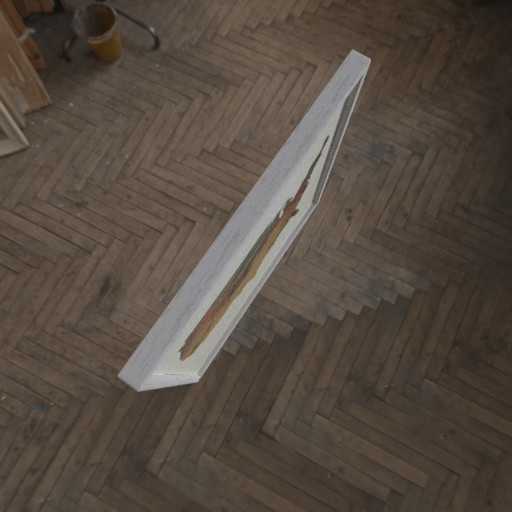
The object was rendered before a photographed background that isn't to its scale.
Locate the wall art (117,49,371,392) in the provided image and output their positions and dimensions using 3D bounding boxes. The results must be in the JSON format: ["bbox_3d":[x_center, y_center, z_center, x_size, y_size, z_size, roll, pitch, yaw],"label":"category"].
[{"bbox_3d":[0.000,0.000,1.980,0.078,1.288,1.287,33,78,8],"label":"wall art"}]
